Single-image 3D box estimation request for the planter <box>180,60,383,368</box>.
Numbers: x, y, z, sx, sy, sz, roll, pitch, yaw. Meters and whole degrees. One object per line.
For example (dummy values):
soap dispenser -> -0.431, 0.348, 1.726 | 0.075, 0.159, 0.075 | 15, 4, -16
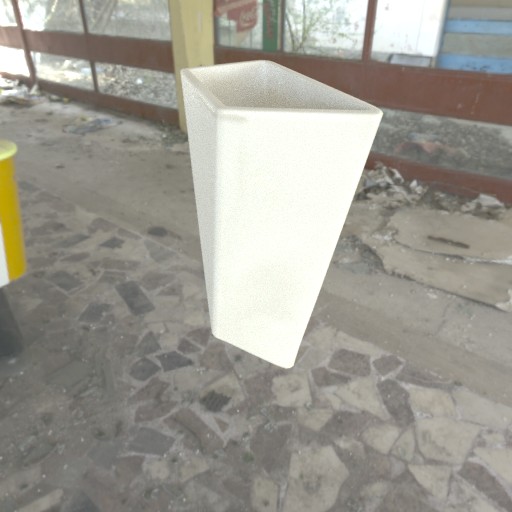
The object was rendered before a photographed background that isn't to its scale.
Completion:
planter -> 0.000, 0.000, 0.266 | 0.060, 0.197, 0.150 | -8, 32, -14
